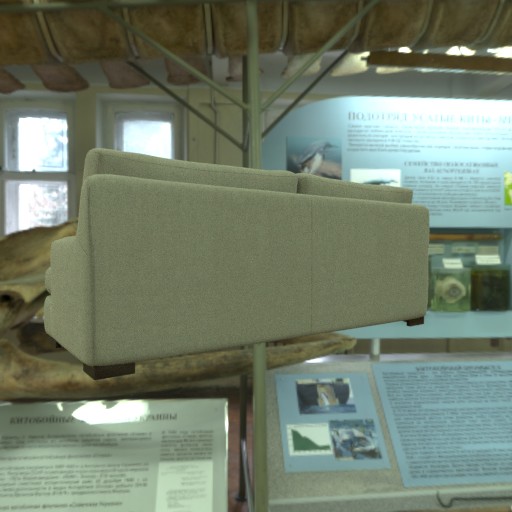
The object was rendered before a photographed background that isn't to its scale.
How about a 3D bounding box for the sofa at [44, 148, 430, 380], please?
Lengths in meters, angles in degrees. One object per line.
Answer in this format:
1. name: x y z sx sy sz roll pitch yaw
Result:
1. sofa: 0.000 0.000 2.816 2.354 0.980 0.962 -1 1 -36
